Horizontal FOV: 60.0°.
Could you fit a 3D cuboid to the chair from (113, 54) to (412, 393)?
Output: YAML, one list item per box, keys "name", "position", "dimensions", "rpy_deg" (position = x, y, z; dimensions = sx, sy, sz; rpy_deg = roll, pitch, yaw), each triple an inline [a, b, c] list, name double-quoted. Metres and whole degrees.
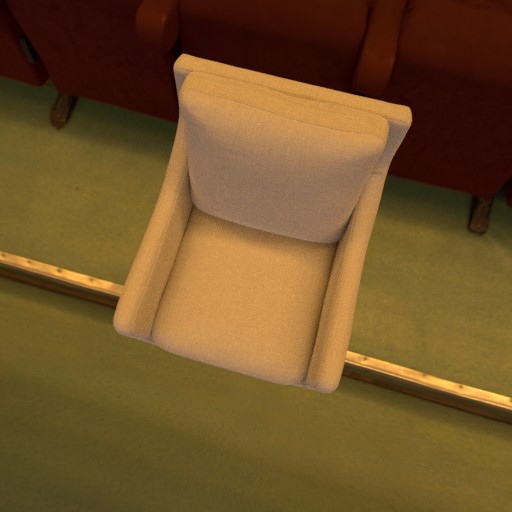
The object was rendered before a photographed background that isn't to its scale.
- name: "chair"
  position: [0.000, 0.000, 1.360]
  dimensions: [0.626, 0.914, 0.694]
  rpy_deg: [15, 75, 4]
